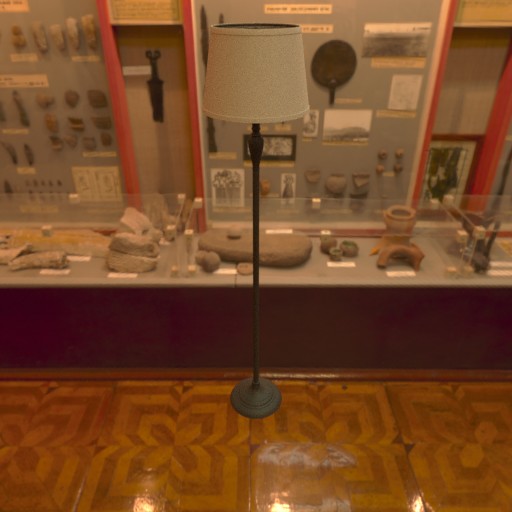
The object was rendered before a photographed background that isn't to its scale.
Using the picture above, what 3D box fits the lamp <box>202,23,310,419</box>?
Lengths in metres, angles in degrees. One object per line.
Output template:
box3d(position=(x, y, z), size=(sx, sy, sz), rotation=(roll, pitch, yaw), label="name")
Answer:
box3d(position=(0.000, 0.000, 1.630), size=(0.327, 1.506, 0.327), rotation=(1, 31, 1), label="lamp")
